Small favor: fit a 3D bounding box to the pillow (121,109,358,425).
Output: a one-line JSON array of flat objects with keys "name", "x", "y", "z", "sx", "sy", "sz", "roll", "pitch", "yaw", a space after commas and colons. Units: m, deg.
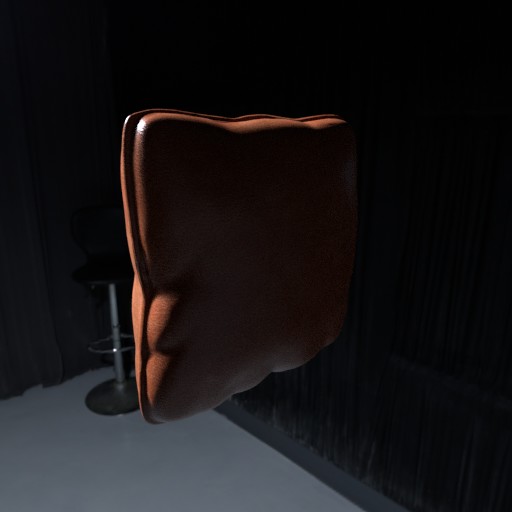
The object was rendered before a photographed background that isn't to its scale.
[{"name": "pillow", "x": 0.000, "y": 0.000, "z": 0.849, "sx": 0.532, "sy": 0.523, "sz": 0.236, "roll": -15, "pitch": 22, "yaw": -41}]
